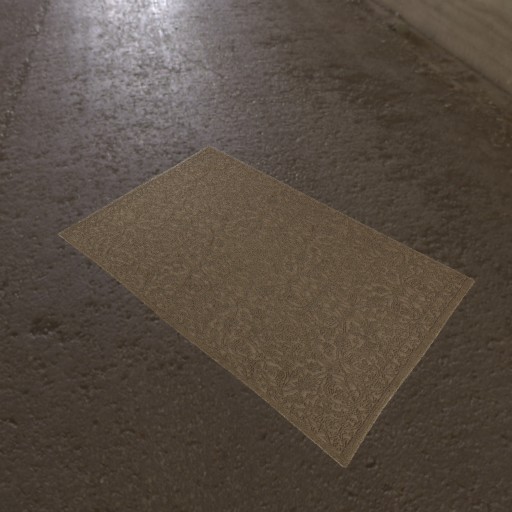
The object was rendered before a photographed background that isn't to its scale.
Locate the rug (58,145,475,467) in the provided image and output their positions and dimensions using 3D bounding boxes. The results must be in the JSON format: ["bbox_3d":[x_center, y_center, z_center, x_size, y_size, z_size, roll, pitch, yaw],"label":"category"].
[{"bbox_3d":[0.000,0.000,3.017,2.435,0.012,1.529,32,54,27],"label":"rug"}]
